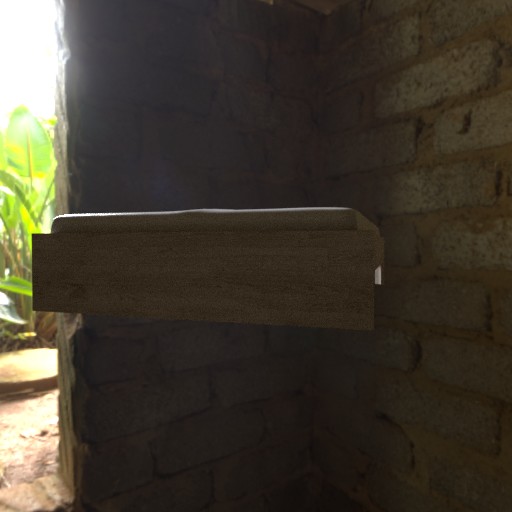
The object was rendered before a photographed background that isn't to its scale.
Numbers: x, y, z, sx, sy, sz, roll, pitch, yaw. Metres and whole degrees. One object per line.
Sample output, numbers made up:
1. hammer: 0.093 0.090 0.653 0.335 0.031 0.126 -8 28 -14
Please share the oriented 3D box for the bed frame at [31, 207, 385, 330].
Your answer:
1. bed frame: 0.000 0.000 2.693 1.490 0.462 1.950 0 1 18
